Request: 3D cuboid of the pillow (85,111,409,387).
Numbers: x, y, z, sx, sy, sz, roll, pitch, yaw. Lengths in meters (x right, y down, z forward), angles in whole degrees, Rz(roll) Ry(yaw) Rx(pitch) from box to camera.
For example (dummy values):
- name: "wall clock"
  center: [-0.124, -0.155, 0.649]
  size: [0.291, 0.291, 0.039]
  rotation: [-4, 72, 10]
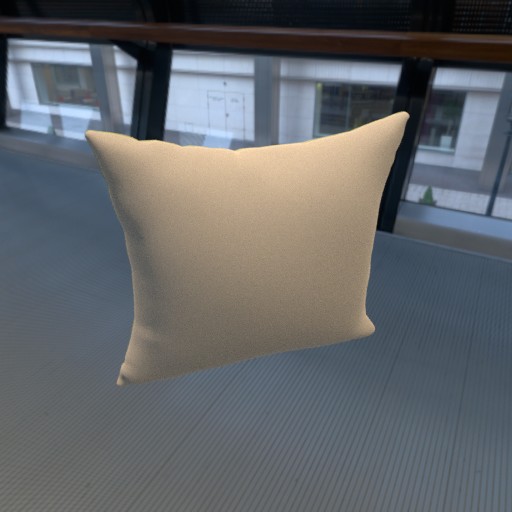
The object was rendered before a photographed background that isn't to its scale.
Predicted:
- name: "pillow"
  center: [0.000, 0.000, 0.811]
  size: [0.560, 0.487, 0.229]
  rotation: [-9, 30, -15]
